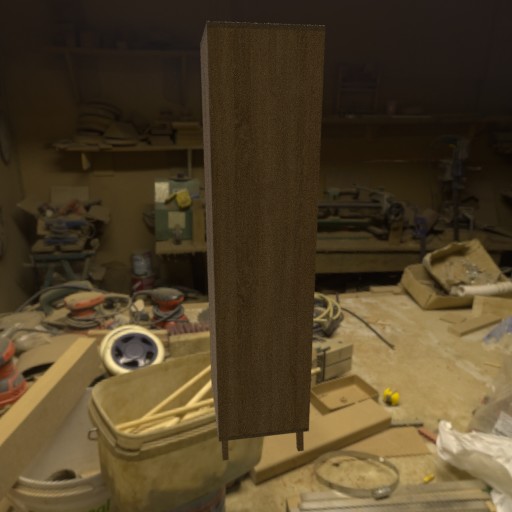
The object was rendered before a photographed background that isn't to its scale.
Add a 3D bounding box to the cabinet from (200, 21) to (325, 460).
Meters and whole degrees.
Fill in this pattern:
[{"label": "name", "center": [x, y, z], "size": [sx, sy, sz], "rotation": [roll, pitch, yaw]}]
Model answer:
[{"label": "cabinet", "center": [0.000, 0.000, 2.175], "size": [0.450, 1.960, 0.510], "rotation": [-3, 17, -9]}]
